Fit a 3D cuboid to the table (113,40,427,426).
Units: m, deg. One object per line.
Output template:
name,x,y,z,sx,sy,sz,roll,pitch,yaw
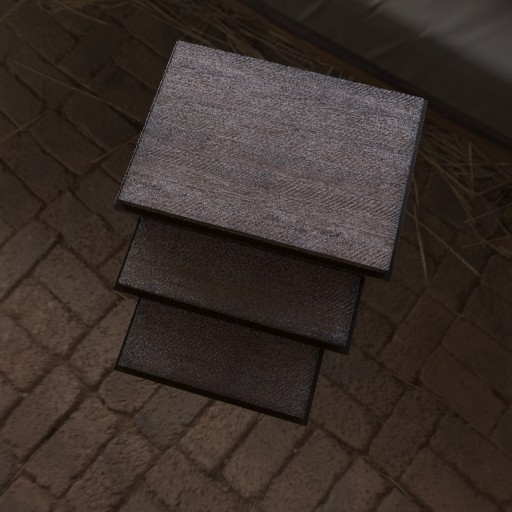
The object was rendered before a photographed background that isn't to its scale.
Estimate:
table,0.000,0.000,1.146,0.559,0.610,0.706,15,76,4
